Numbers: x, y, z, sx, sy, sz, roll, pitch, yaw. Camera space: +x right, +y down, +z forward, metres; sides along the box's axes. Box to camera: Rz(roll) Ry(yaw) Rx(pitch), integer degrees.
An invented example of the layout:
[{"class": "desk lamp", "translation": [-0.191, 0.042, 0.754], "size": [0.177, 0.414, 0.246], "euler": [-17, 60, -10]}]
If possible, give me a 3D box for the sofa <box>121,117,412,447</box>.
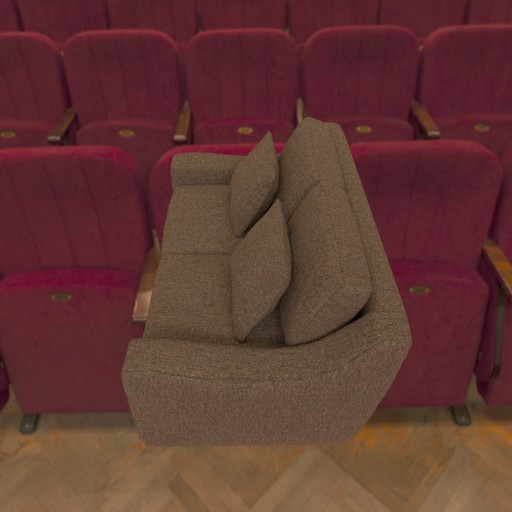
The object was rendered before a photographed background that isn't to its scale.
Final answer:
[{"class": "sofa", "translation": [0.000, 0.000, 2.440], "size": [1.120, 0.991, 1.778], "euler": [-1, 42, -1]}]
